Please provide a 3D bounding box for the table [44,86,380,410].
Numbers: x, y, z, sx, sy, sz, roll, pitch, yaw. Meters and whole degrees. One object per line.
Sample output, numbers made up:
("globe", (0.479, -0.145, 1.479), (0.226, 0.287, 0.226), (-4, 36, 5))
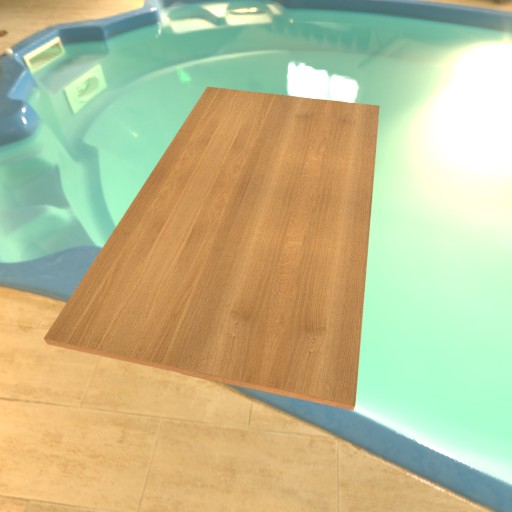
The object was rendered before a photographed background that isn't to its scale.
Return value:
("table", (0.000, 0.000, 2.026), (0.900, 0.750, 1.600), (10, 48, 9))
